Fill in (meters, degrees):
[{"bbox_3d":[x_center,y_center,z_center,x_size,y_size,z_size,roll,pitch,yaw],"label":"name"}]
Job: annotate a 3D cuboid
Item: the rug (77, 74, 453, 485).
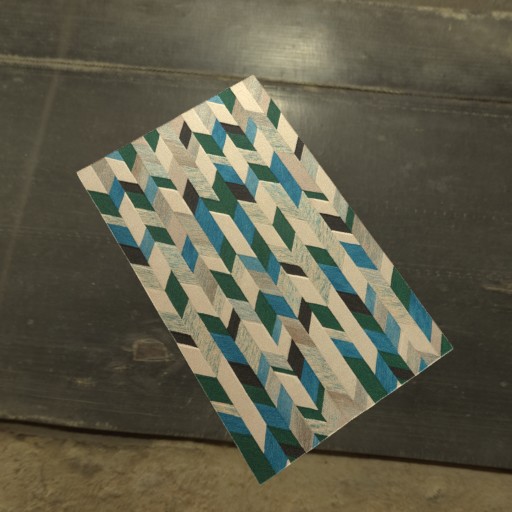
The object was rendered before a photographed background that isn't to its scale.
[{"bbox_3d":[0.000,0.000,3.021,1.507,0.007,2.433,-32,78,-8],"label":"rug"}]
